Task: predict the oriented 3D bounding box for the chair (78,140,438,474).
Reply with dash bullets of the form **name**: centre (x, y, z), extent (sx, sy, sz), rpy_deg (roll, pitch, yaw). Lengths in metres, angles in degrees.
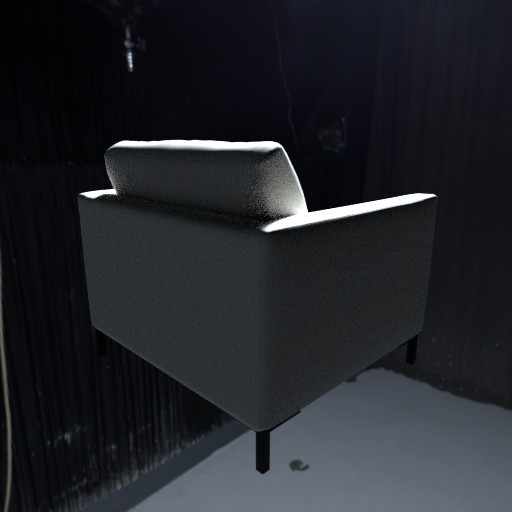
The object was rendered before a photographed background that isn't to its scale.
- **chair**: centre (0.000, 0.000, 1.594), extent (0.875, 0.806, 0.964), rpy_deg (-14, 20, -43)
